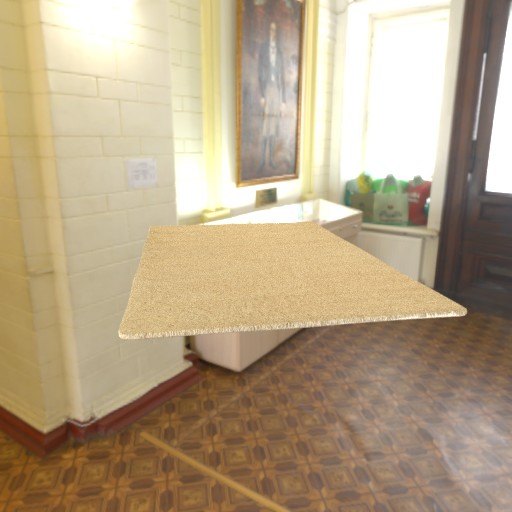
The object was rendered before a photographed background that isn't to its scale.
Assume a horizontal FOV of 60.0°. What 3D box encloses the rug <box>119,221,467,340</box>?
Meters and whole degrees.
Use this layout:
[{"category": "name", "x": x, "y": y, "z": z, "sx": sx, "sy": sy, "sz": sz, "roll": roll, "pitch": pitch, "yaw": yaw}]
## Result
[{"category": "rug", "x": 0.000, "y": 0.000, "z": 2.945, "sx": 1.500, "sy": 0.026, "sz": 2.349, "roll": -3, "pitch": 14, "yaw": -10}]
